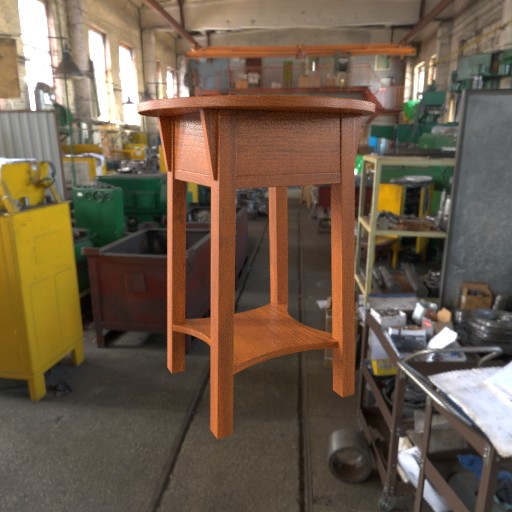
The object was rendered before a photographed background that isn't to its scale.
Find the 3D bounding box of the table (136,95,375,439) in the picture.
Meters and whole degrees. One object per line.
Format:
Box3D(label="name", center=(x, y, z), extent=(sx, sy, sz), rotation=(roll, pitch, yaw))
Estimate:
Box3D(label="table", center=(0.000, 0.000, 0.952), extent=(0.457, 0.610, 0.457), rotation=(0, 15, 0))
